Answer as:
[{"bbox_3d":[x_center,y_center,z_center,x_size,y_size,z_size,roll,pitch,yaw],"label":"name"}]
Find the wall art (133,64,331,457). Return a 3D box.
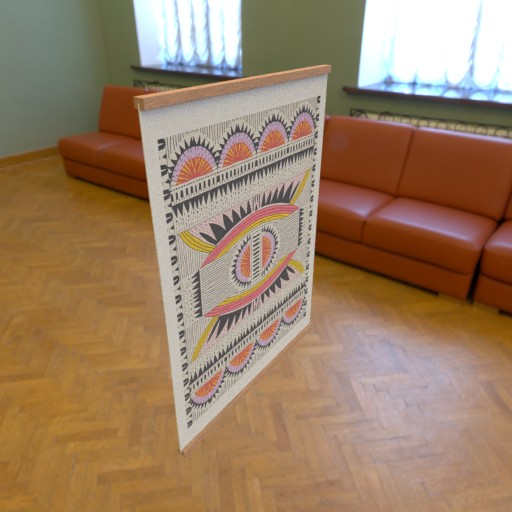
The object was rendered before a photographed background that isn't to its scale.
[{"bbox_3d":[0.000,0.000,1.349,0.028,1.016,0.765,19,34,31],"label":"wall art"}]
